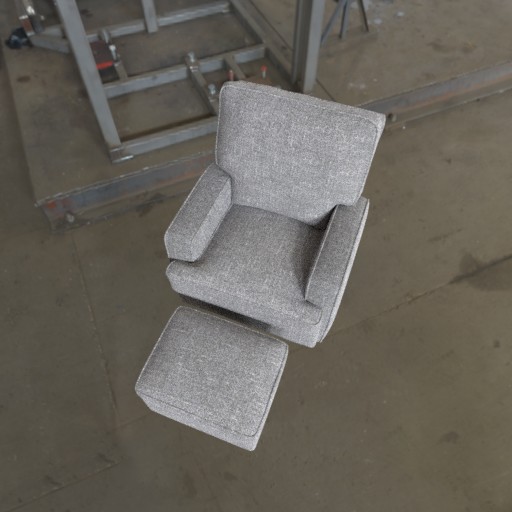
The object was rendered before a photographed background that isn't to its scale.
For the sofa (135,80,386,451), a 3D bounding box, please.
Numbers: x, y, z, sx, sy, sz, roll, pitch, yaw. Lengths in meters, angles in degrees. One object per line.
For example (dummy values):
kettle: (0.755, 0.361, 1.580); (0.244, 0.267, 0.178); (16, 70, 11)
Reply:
sofa: (0.000, 0.000, 2.055); (0.861, 0.959, 1.472); (18, 58, 11)
